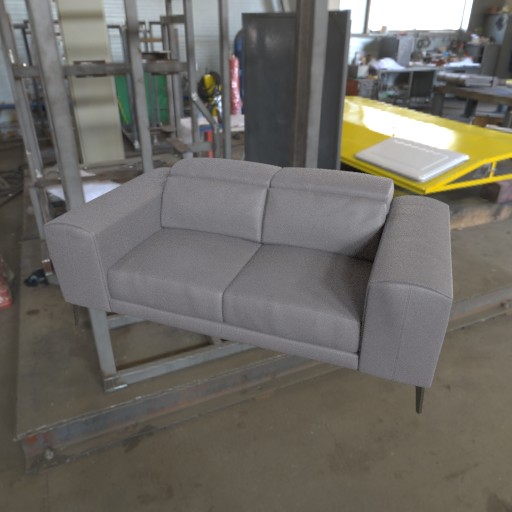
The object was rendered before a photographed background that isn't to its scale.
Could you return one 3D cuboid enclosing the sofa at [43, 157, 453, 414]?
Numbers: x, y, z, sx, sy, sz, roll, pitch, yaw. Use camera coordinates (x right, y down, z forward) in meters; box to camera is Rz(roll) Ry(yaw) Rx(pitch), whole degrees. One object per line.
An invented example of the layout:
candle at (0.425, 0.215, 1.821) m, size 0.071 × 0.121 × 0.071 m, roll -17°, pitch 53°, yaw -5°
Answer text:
sofa at (0.000, 0.000, 2.382) m, size 1.895 × 0.779 × 1.003 m, roll 10°, pitch 29°, yaw 18°
